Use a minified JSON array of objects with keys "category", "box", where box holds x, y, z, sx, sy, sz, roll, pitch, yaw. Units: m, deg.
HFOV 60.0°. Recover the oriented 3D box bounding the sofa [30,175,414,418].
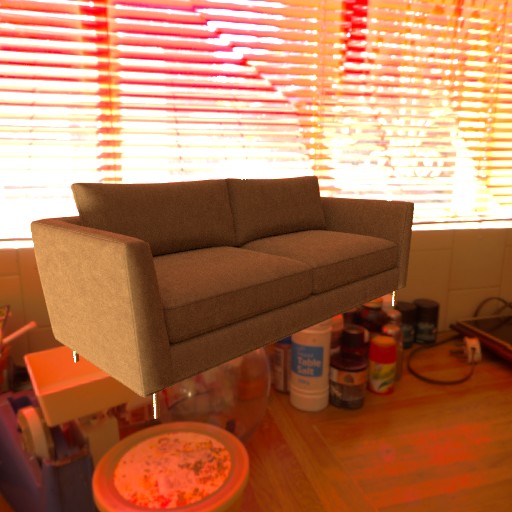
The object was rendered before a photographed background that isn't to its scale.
[{"category":"sofa","box":[0.000,0.000,2.519,0.889,0.864,2.121,11,16,43]}]
